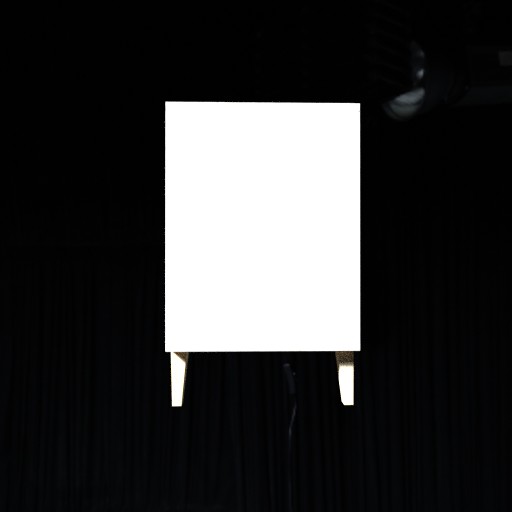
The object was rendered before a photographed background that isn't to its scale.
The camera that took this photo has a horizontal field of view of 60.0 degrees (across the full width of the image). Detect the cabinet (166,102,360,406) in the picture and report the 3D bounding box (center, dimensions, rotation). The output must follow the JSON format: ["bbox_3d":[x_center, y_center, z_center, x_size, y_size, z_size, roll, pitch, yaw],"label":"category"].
[{"bbox_3d":[0.000,0.000,1.963,0.500,0.780,1.649,0,0,-1],"label":"cabinet"}]
